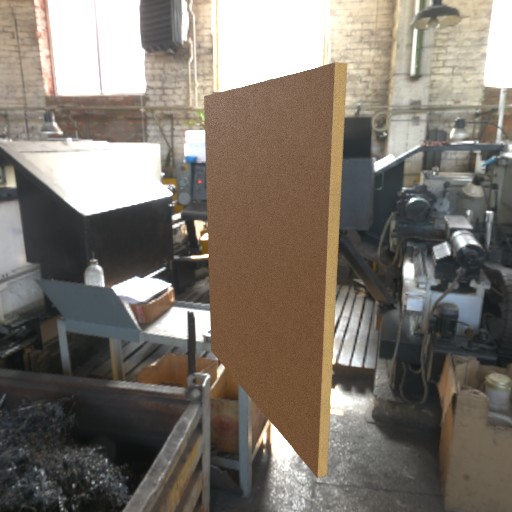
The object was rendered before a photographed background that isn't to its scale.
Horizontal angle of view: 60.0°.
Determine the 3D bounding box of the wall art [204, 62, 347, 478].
[{"bbox_3d":[0.000,0.000,1.377,0.030,1.002,0.798,-7,16,-25],"label":"wall art"}]
